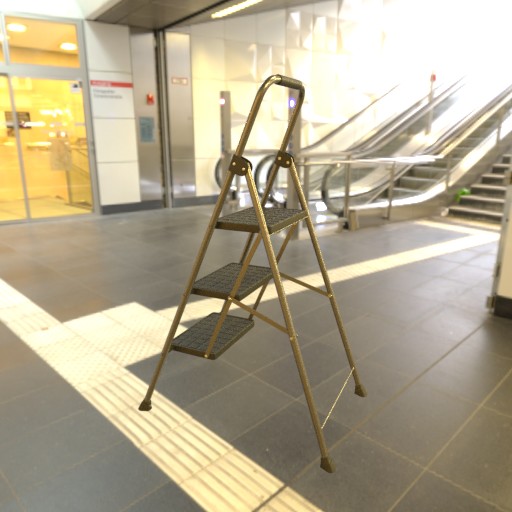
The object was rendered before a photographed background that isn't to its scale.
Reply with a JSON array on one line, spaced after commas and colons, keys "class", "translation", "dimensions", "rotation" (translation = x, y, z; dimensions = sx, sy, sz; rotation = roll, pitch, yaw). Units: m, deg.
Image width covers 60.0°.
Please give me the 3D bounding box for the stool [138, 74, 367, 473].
[{"class": "stool", "translation": [0.000, 0.000, 1.504], "dimensions": [0.733, 1.121, 0.473], "rotation": [7, 17, 25]}]
